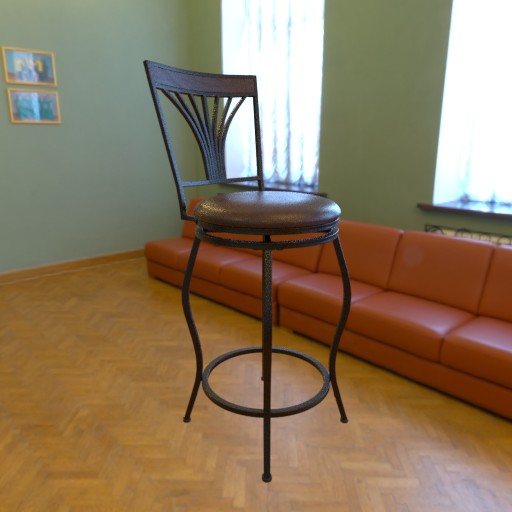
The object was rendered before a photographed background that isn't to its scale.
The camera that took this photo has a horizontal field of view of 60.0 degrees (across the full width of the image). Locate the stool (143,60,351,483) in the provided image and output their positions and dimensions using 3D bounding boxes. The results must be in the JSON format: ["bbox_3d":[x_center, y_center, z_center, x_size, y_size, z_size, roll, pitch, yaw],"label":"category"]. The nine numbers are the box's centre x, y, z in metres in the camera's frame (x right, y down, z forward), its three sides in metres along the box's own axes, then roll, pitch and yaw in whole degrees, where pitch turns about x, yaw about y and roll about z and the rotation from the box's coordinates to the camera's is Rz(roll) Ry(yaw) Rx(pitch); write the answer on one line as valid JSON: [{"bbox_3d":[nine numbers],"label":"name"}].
[{"bbox_3d":[0.000,0.000,1.361,0.433,1.117,0.514,-14,20,-43],"label":"stool"}]
